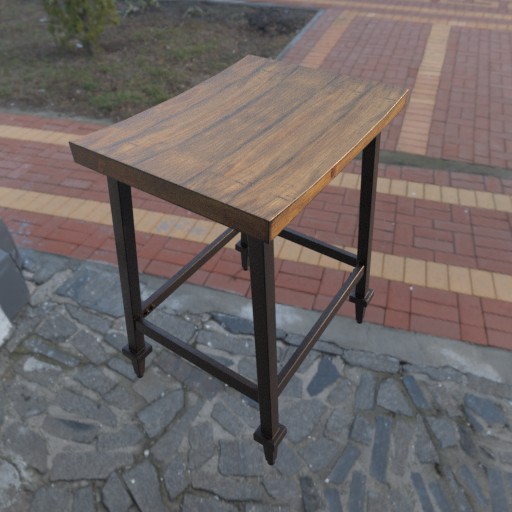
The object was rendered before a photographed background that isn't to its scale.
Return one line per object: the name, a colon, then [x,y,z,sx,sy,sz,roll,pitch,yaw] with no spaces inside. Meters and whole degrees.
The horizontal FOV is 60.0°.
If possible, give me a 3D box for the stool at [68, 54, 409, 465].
stool: [0.000,0.000,0.928,0.405,0.625,0.486,24,47,24]
